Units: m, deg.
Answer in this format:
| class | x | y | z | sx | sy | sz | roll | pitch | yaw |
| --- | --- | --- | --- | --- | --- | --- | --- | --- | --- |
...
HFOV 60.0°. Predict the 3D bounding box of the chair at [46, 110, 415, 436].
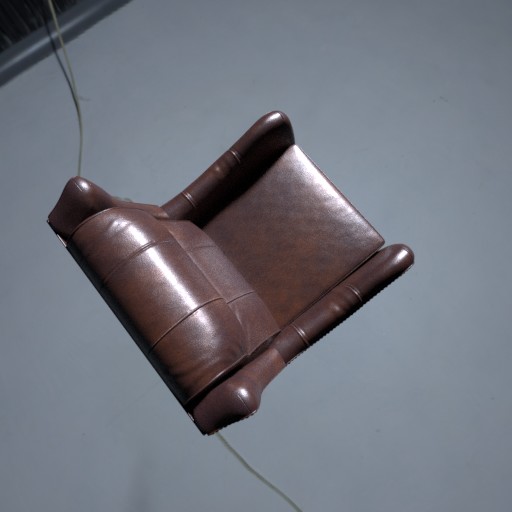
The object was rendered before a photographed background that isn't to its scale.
| class | x | y | z | sx | sy | sz | roll | pitch | yaw |
| --- | --- | --- | --- | --- | --- | --- | --- | --- | --- |
| chair | 0.000 | 0.000 | 1.811 | 1.008 | 1.084 | 0.869 | -38 | 79 | -9 |
